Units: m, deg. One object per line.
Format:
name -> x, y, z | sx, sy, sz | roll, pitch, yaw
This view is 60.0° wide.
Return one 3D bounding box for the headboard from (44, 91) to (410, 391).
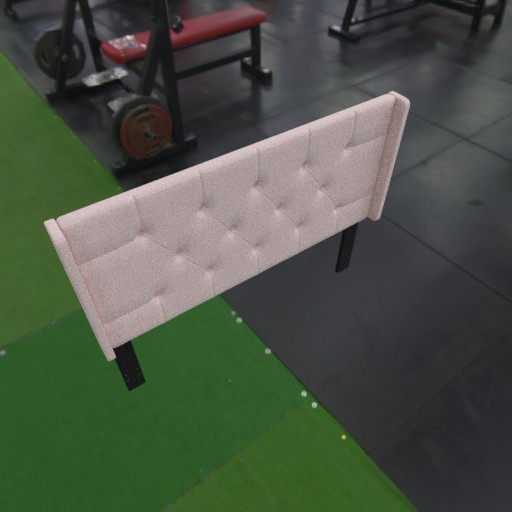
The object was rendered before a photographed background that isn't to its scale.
headboard -> 0.000, 0.000, 2.738 | 2.051, 1.524, 0.184 | -26, 52, -23
